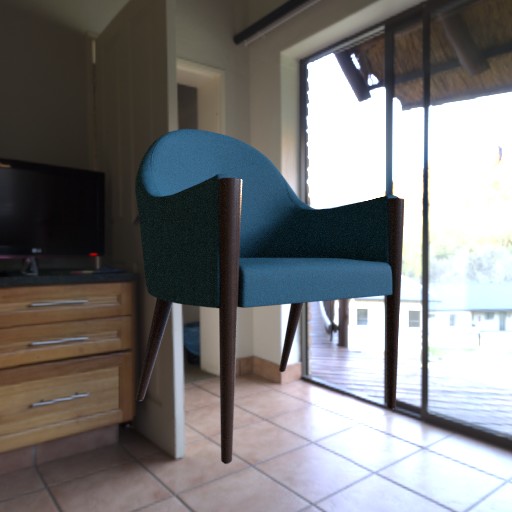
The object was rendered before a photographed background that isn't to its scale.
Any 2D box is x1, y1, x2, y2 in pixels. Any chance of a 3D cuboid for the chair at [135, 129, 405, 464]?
[{"bbox_3d":[0.000,0.000,1.377,0.656,0.907,0.652,0,0,-36],"label":"chair"}]
